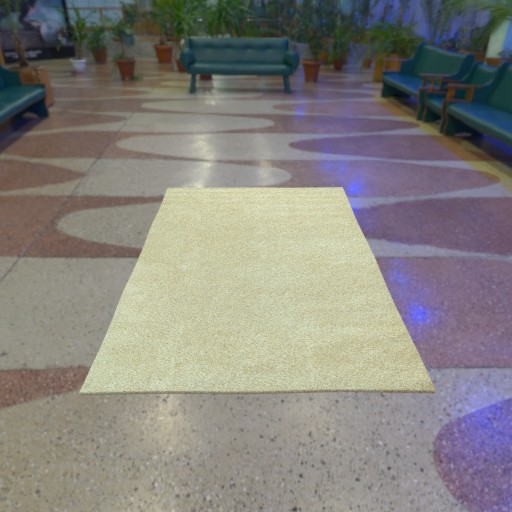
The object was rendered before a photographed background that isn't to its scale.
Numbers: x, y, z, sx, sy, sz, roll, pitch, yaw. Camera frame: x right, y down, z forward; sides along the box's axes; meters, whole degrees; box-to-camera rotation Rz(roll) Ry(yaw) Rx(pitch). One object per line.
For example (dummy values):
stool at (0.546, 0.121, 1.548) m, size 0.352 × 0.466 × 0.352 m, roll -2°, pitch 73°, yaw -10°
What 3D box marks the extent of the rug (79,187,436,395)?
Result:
rug at (0.000, 0.000, 3.397) m, size 1.800 × 0.025 × 2.699 m, roll 0°, pitch 31°, yaw 0°
